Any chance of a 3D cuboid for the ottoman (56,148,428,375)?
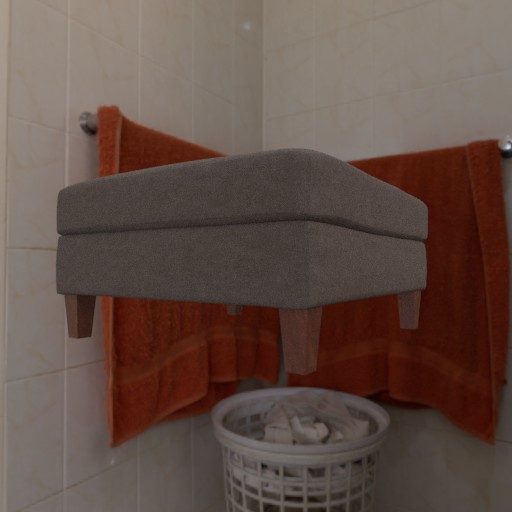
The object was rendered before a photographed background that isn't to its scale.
[{"bbox_3d":[0.000,0.000,1.404,0.861,0.482,0.881,-1,-2,35],"label":"ottoman"}]
